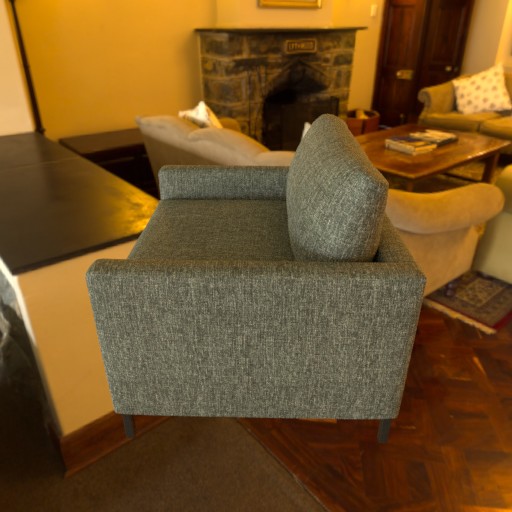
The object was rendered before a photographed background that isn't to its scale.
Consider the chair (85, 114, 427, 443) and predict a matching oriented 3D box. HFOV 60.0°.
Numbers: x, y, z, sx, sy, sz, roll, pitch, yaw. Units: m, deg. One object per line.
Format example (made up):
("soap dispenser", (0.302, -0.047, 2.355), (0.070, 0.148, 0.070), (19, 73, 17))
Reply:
("chair", (0.000, 0.000, 1.579), (0.866, 0.861, 0.963), (1, 28, 1))
